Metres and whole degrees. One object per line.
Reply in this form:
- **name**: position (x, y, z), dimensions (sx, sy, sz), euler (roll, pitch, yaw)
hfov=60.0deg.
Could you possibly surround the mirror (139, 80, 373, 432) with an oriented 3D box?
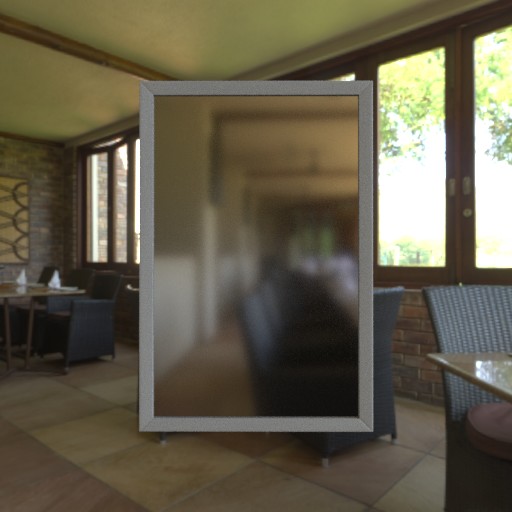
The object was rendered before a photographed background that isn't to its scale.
- **mirror**: position (0.000, 0.000, 1.175), dimensions (0.609, 0.915, 0.040), euler (0, 0, 0)
